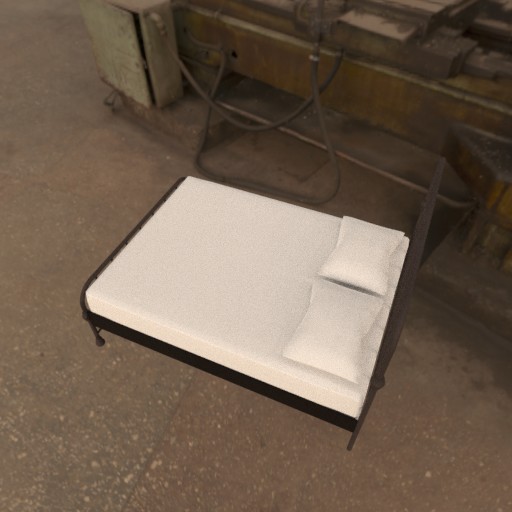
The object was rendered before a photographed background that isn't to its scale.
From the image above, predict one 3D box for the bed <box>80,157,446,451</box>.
[{"bbox_3d":[0.000,0.000,3.246,2.134,1.446,1.616,18,50,16],"label":"bed"}]
